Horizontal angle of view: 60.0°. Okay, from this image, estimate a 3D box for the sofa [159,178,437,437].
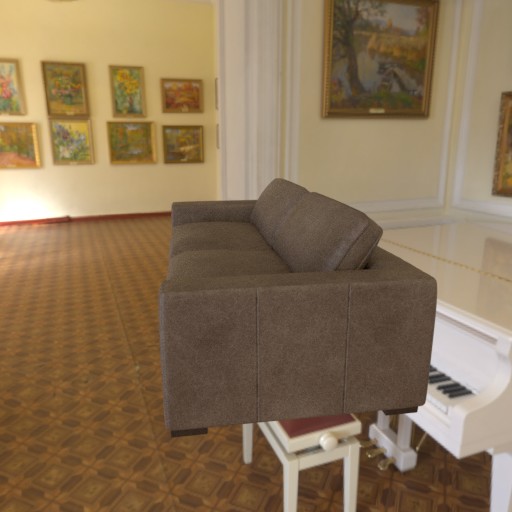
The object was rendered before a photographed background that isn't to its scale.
[{"bbox_3d":[0.000,0.000,2.695,1.070,0.801,2.262,-2,15,-9],"label":"sofa"}]
